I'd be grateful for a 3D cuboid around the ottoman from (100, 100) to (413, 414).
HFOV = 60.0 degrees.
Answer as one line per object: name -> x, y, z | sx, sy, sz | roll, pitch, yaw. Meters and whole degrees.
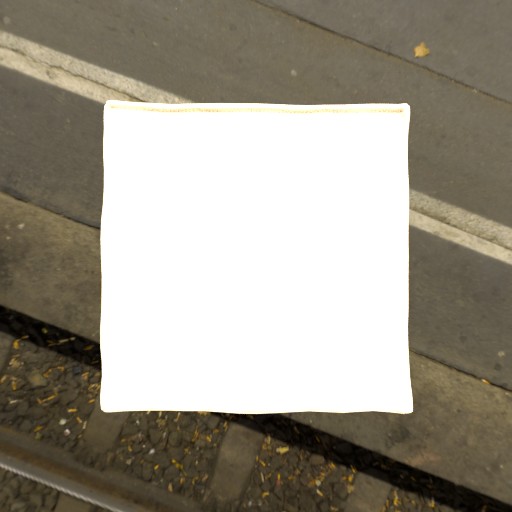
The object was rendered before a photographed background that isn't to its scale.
ottoman -> 0.000, 0.000, 1.163 | 0.696, 0.470, 0.707 | 0, 90, 0
